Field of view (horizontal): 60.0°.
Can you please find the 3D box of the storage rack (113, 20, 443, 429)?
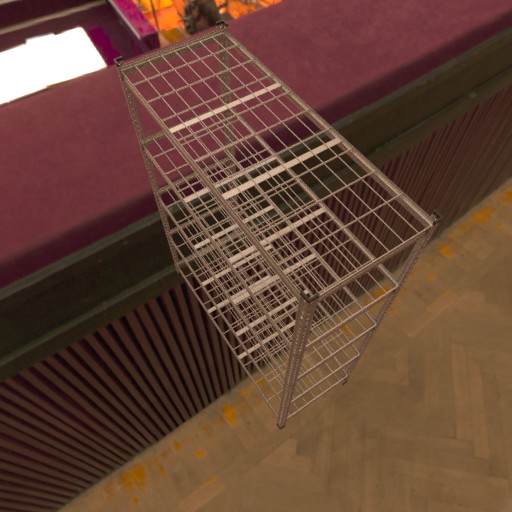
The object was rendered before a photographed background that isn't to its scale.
[{"bbox_3d":[0.000,0.000,2.670,0.610,1.981,1.524,-29,62,-17],"label":"storage rack"}]
